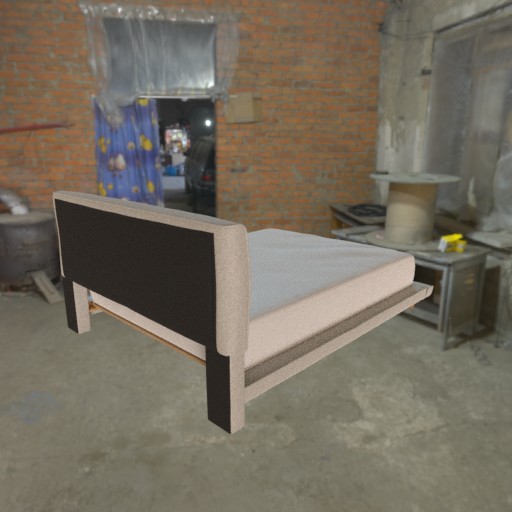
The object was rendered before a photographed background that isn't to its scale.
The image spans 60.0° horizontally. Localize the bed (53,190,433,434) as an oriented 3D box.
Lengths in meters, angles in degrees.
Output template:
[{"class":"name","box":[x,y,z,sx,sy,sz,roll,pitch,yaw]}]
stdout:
[{"class":"bed","box":[0.000,0.000,3.638,1.980,1.126,2.498,14,20,42]}]
